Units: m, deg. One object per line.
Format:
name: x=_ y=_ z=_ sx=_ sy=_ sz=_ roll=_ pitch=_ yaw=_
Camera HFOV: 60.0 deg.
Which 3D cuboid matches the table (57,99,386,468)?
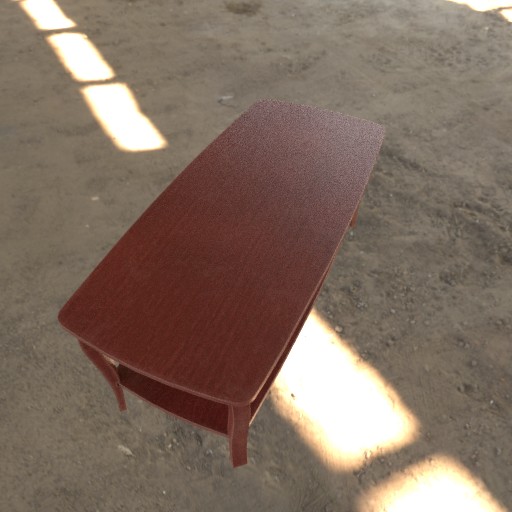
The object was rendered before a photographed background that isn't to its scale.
table: x=0.000 y=0.000 z=1.496 sx=0.561 sy=0.473 sz=1.216 roll=19 pitch=50 yaw=17
